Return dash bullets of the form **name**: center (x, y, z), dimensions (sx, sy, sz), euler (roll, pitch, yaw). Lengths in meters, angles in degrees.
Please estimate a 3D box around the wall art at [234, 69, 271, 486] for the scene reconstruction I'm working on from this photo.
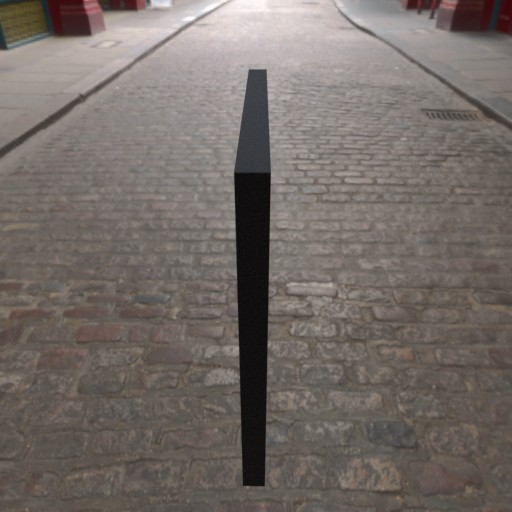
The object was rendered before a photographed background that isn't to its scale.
- **wall art**: center (0.000, 0.000, 0.682), dimensions (0.030, 0.458, 0.462), euler (0, 33, 1)
